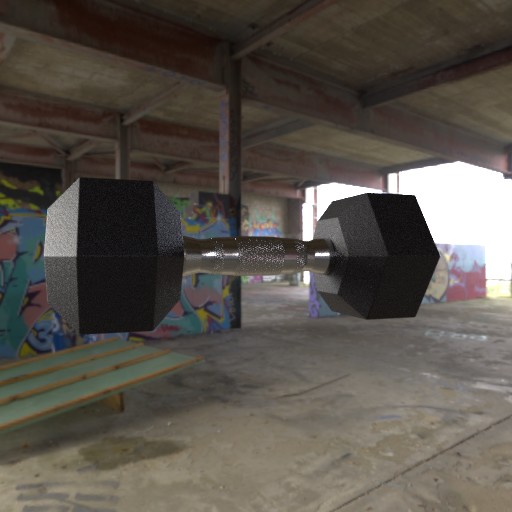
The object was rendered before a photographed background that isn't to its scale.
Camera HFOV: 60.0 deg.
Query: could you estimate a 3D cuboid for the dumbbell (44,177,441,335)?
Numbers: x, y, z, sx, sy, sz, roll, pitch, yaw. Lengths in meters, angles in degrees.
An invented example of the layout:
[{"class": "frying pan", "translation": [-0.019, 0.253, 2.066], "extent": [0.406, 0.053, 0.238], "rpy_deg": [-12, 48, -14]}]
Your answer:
[{"class": "dumbbell", "translation": [0.000, 0.000, 0.351], "extent": [0.297, 0.101, 0.116], "rpy_deg": [0, 0, -18]}]
